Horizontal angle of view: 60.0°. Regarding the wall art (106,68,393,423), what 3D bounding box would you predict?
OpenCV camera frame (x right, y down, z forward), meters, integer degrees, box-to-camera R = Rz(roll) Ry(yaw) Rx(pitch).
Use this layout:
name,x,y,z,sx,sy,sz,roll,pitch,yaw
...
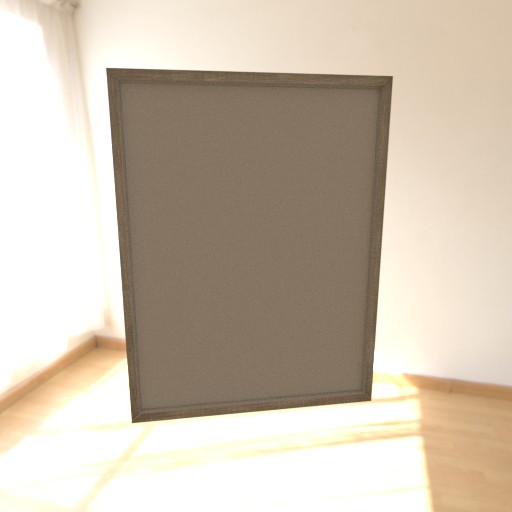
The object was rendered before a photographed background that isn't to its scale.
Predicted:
name,x,y,z,sx,sy,sz,roll,pitch,yaw
wall art,0.000,0.000,1.321,0.781,1.022,0.035,-2,13,-9
